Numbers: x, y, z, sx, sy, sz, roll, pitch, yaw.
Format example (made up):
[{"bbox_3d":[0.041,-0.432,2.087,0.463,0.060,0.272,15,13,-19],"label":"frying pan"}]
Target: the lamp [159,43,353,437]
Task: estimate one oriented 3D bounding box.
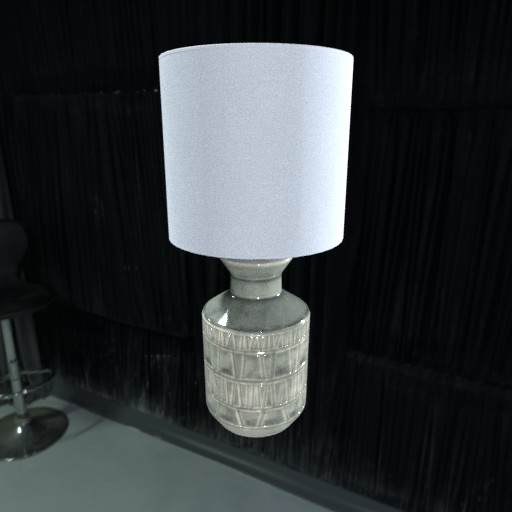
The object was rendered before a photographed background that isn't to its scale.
[{"bbox_3d":[0.000,0.000,0.556,0.211,0.455,0.211,8,18,24],"label":"lamp"}]
